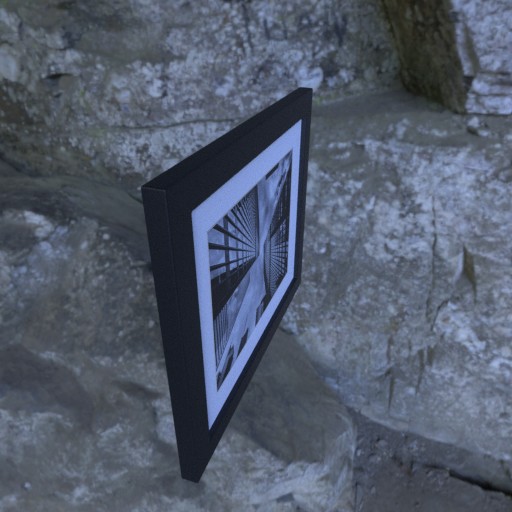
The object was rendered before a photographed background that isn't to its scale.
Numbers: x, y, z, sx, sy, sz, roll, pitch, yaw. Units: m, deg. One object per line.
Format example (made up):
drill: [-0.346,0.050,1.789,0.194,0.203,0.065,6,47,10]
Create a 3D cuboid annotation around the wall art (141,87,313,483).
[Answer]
wall art: [0.000,0.000,0.756,0.031,0.457,0.558,11,32,18]
